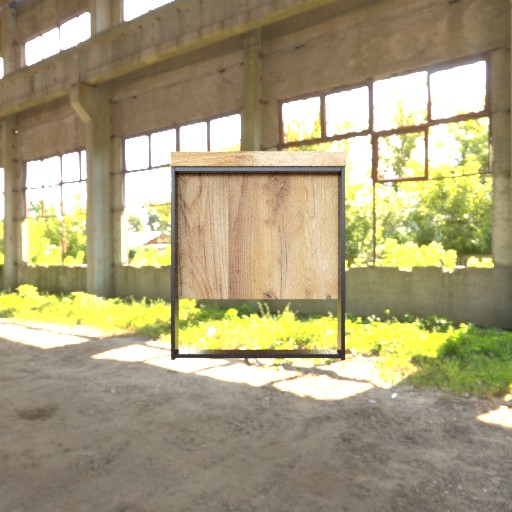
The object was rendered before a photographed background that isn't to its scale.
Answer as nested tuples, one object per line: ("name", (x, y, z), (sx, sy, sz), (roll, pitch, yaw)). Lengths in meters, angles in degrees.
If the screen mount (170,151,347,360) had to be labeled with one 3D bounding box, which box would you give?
("screen mount", (0.000, 0.000, 1.711), (0.395, 0.450, 1.524), (0, 0, 0))
